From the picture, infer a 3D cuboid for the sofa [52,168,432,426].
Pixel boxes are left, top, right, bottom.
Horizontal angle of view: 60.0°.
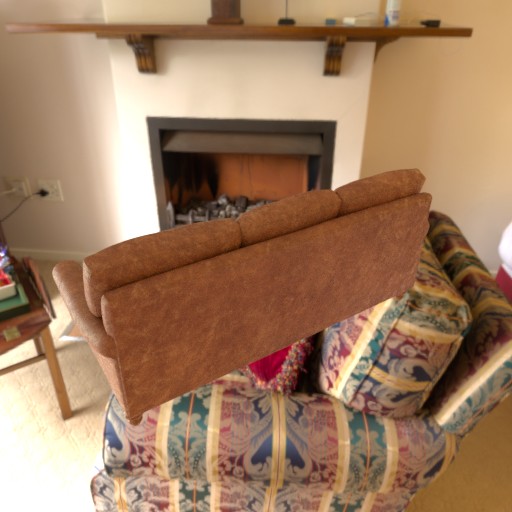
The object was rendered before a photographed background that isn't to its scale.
[{"bbox_3d":[0.000,0.000,2.876,2.351,0.977,0.973,-18,34,-29],"label":"sofa"}]
